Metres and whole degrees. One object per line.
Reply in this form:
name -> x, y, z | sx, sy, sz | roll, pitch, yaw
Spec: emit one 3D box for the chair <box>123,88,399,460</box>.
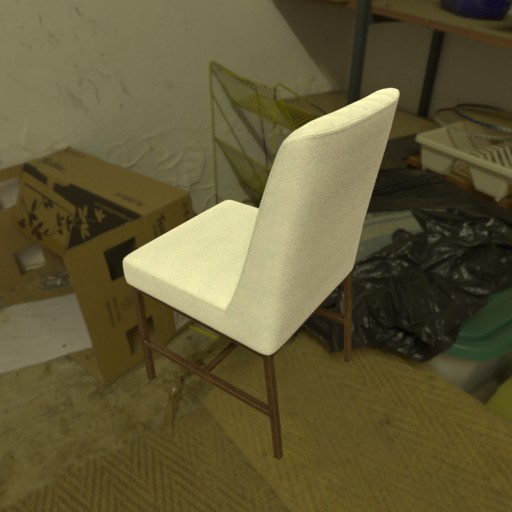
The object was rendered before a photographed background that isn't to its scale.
chair -> 0.000, 0.000, 1.280 | 0.597, 0.933, 0.503 | 20, 37, 29
